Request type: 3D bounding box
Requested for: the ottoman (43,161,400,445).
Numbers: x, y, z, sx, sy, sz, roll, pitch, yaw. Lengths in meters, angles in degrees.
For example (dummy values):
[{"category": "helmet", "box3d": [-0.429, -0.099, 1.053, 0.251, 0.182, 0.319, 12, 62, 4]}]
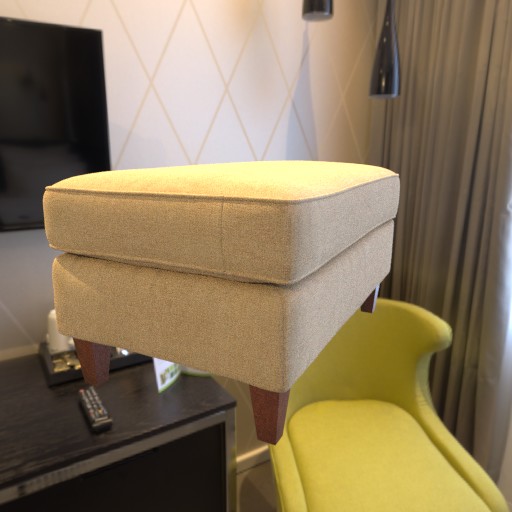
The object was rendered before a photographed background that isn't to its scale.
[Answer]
[{"category": "ottoman", "box3d": [0.000, 0.000, 1.181, 0.583, 0.484, 0.862, 7, 16, 27]}]
